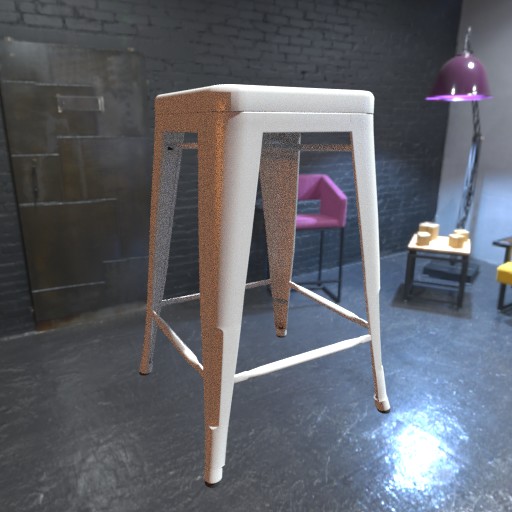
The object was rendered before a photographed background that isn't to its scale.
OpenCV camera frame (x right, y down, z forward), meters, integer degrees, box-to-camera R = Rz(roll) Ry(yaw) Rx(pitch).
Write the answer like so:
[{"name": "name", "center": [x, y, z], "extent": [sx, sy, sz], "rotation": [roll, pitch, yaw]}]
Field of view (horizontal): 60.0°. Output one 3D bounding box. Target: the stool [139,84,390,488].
[{"name": "stool", "center": [0.000, 0.000, 0.881], "extent": [0.406, 0.610, 0.406], "rotation": [-9, 19, -28]}]
